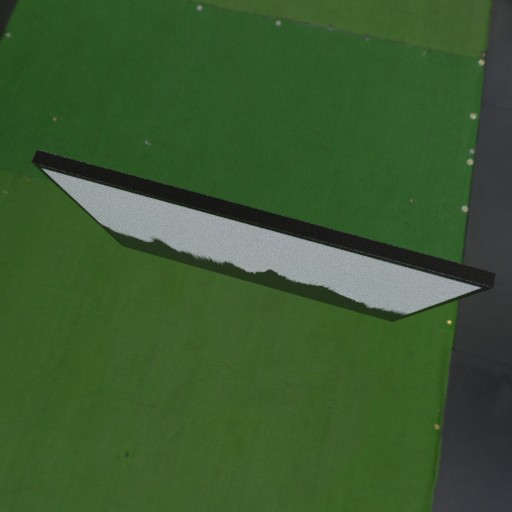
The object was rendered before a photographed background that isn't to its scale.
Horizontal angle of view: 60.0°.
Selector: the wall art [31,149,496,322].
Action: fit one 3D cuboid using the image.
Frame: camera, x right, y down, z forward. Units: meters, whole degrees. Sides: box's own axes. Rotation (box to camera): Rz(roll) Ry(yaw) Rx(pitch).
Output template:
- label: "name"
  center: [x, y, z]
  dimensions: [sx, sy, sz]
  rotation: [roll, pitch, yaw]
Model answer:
- label: "wall art"
  center: [0.000, 0.000, 0.826]
  dimensions: [0.659, 0.446, 0.022]
  rotation: [15, 76, 4]
